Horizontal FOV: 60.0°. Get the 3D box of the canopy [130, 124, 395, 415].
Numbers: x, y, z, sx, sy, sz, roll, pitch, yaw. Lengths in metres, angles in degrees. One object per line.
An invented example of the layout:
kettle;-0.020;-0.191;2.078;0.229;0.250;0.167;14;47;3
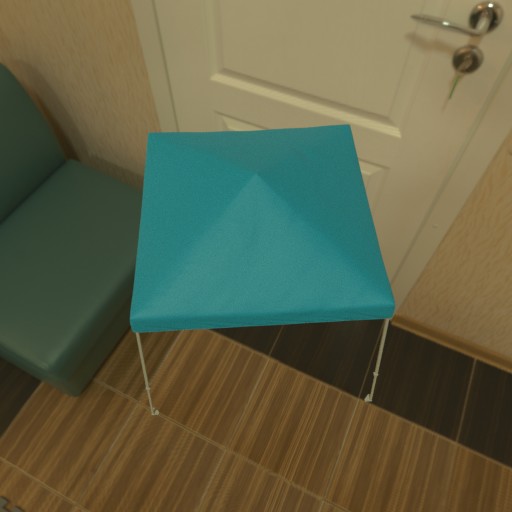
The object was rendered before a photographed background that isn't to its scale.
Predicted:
canopy;0.000;0.000;6.675;3.599;3.600;3.600;-3;58;-2
